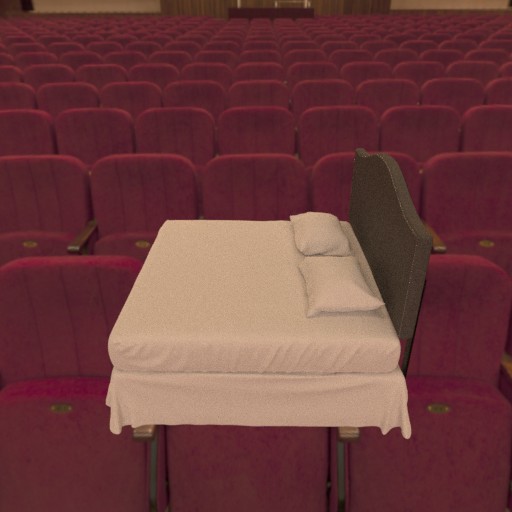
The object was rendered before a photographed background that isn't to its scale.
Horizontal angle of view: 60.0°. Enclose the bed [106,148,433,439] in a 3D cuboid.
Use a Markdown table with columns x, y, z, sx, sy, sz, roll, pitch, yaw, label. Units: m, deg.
| x | y | z | sx | sy | sz | roll | pitch | yaw | label |
| --- | --- | --- | --- | --- | --- | --- | --- | --- | --- |
| 0.000 | 0.000 | 3.687 | 2.219 | 1.651 | 2.314 | 0 | 28 | 1 | bed |
